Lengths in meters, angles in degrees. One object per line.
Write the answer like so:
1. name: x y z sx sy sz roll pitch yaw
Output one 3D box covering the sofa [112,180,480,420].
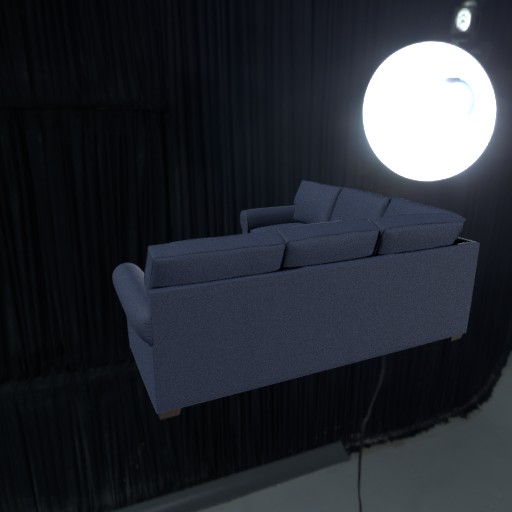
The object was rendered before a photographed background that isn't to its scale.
1. sofa: 0.000 0.000 3.963 2.562 1.042 2.487 -7 18 -24
